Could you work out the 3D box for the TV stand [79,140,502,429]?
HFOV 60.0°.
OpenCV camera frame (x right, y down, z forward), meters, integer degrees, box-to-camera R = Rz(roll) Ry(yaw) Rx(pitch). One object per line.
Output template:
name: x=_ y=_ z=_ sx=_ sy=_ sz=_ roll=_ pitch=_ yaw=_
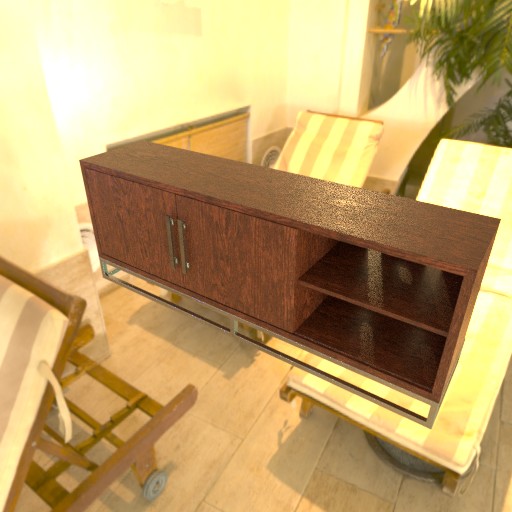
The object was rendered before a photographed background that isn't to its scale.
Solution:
TV stand: x=0.000 y=0.000 z=1.721 sx=1.541 sy=0.578 sz=0.382 roll=19 pitch=35 yaw=29
